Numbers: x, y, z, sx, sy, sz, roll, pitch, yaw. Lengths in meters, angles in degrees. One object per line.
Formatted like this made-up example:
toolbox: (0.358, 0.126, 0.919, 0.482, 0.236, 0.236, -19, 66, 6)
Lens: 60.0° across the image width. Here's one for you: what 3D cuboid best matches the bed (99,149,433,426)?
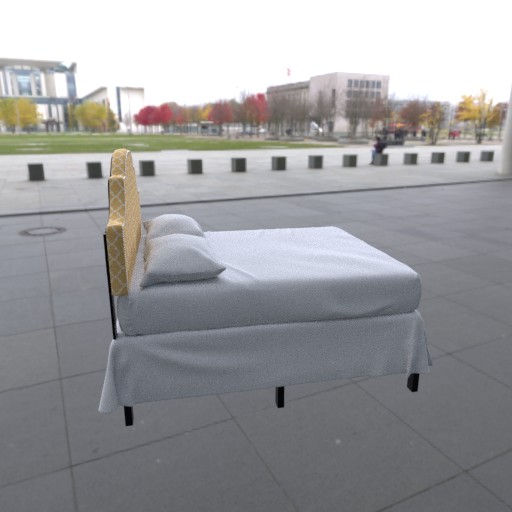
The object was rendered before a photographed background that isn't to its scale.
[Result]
bed: (0.000, 0.000, 3.440, 2.222, 1.633, 1.780, -3, 16, -11)
